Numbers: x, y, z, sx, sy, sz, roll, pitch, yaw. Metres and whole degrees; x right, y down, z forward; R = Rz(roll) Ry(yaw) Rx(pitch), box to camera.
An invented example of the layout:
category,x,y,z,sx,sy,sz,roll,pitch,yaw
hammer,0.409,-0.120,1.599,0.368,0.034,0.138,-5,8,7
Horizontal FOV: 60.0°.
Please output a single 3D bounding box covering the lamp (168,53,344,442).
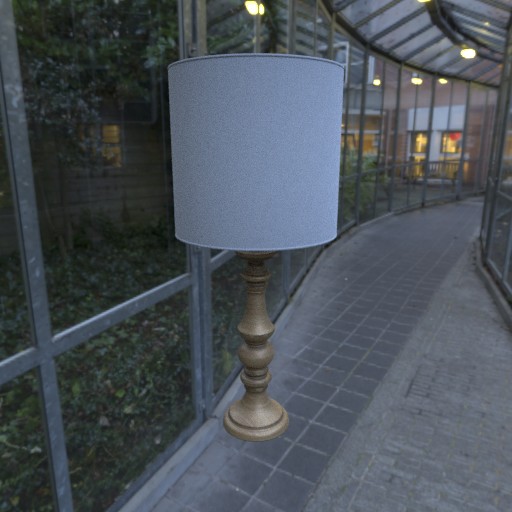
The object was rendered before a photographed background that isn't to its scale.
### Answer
category,x,y,z,sx,sy,sz,roll,pitch,yaw
lamp,0.000,0.000,0.707,0.250,0.597,0.250,14,19,43
